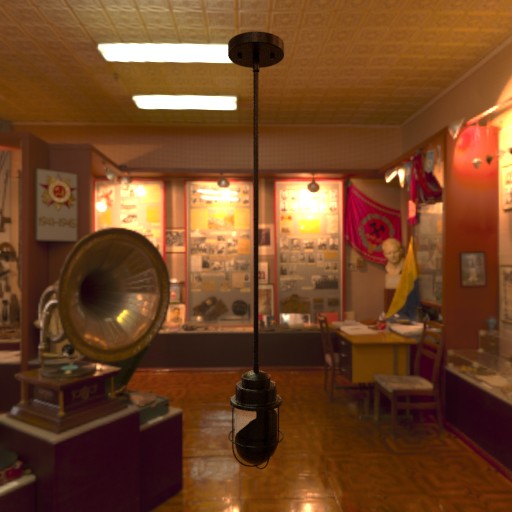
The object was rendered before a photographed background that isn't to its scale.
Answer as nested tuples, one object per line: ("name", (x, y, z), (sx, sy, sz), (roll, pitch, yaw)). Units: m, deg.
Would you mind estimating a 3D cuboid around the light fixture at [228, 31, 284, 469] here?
("light fixture", (0.000, 0.000, 0.968), (0.123, 0.920, 0.123), (0, 0, 0))
